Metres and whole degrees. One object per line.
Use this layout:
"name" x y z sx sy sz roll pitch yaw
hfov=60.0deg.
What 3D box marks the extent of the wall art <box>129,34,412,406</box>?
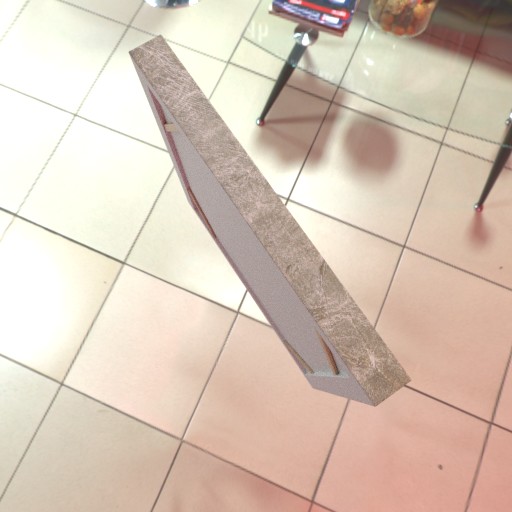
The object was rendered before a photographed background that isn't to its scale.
"wall art" 0.000 0.000 0.601 0.038 0.407 0.405 -33 78 -8
